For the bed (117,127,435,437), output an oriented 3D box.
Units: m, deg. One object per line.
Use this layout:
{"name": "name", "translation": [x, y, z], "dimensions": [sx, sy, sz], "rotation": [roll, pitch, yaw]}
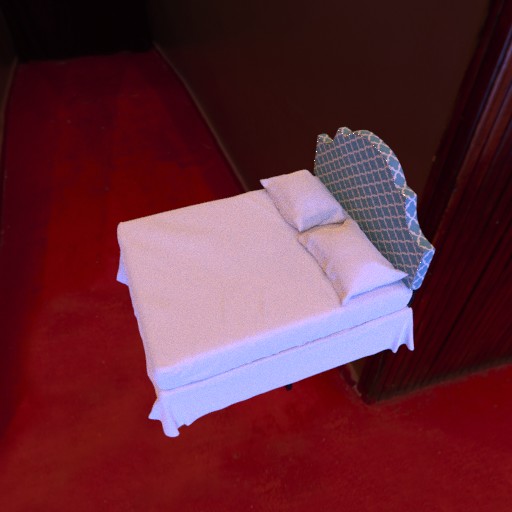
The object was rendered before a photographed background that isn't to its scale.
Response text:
{"name": "bed", "translation": [0.000, 0.000, 3.508], "dimensions": [2.222, 1.633, 1.780], "rotation": [-16, 48, -15]}
